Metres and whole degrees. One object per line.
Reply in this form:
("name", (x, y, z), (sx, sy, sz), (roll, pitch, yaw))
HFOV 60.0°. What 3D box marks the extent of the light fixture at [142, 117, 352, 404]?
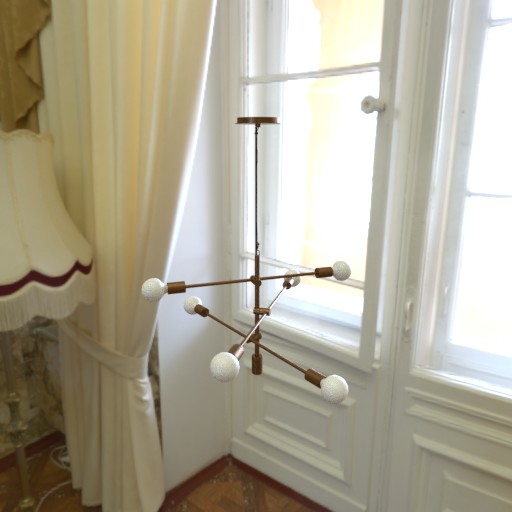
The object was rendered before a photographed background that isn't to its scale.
("light fixture", (0.000, 0.000, 1.250), (0.637, 0.744, 0.682), (-2, 15, -8))
